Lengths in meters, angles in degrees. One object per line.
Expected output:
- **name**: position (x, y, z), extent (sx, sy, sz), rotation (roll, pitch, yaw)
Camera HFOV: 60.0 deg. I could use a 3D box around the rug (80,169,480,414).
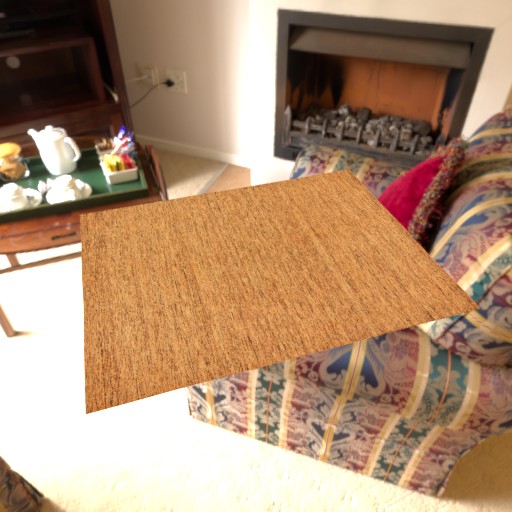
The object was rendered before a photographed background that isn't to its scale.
- **rug**: position (0.000, 0.000, 4.251), extent (3.200, 0.012, 2.438), rotation (-12, 42, -13)
